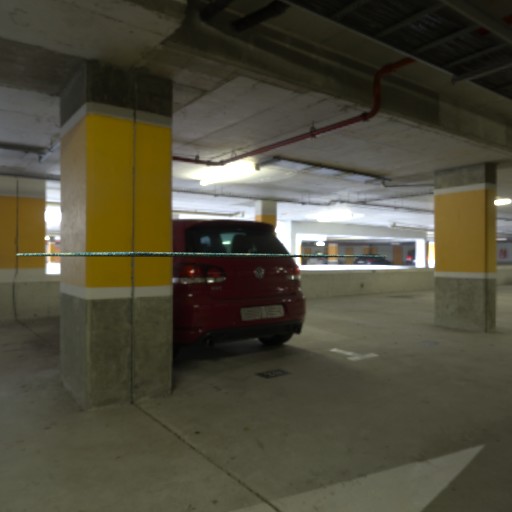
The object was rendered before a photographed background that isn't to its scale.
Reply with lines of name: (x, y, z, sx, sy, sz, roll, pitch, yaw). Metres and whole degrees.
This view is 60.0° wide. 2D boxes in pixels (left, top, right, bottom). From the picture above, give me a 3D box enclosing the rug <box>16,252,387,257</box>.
rug: (0.000, 0.000, 2.640, 0.750, 0.011, 2.435, 0, 0, 36)
